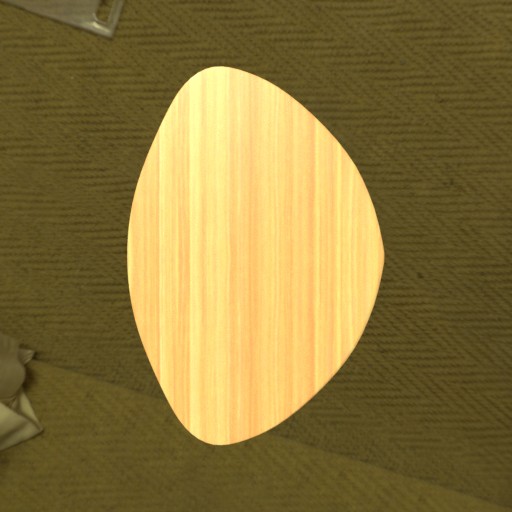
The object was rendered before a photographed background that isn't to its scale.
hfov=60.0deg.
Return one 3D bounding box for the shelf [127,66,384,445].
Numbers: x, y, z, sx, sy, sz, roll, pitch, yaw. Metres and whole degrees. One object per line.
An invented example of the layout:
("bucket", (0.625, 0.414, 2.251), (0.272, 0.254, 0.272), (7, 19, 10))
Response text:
("shelf", (0.000, 0.000, 1.676), (0.845, 0.440, 1.246), (0, 91, 0))
